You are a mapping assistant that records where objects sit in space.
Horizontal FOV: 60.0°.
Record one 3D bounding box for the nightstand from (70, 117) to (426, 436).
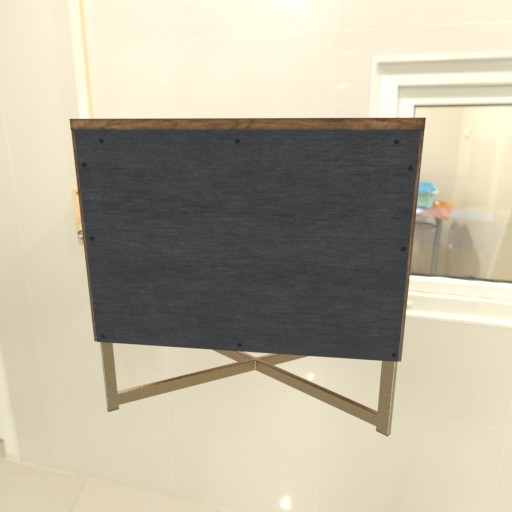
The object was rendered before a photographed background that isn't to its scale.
[{"bbox_3d":[0.000,0.000,1.043,0.610,0.610,0.446,2,16,8],"label":"nightstand"}]
